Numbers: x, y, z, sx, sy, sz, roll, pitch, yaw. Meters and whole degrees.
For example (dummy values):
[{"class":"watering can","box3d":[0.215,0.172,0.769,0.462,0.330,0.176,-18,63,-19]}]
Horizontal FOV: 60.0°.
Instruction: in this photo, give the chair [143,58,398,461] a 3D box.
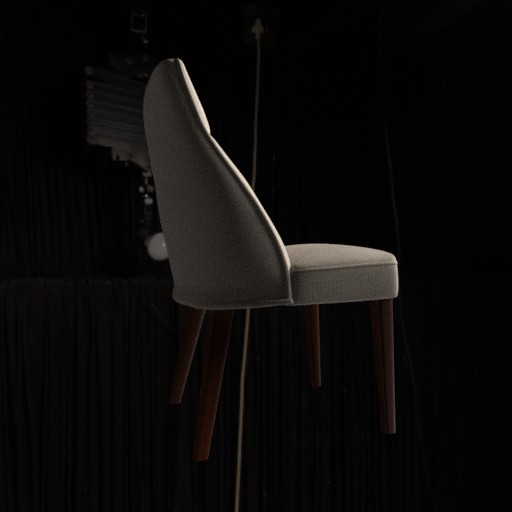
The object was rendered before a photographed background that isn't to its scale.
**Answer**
[{"class":"chair","box3d":[0.000,0.000,1.269,0.620,0.930,0.500,0,1,-19]}]
